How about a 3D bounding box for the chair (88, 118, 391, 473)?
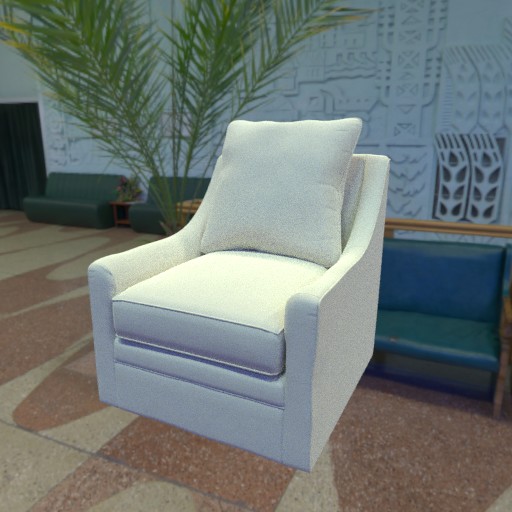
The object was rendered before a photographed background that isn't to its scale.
[{"bbox_3d":[0.000,0.000,1.583,0.756,0.965,0.876,7,16,26],"label":"chair"}]
